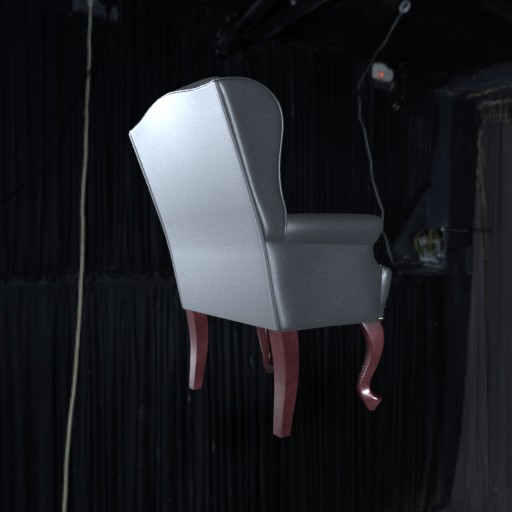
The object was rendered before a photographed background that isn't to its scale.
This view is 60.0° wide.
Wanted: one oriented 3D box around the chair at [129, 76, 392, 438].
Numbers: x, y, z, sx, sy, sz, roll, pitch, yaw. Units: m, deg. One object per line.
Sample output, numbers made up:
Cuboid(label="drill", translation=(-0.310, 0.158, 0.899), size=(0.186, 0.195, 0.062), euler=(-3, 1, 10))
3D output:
Cuboid(label="chair", translation=(0.000, 0.000, 1.677), size=(0.762, 1.111, 0.838), euler=(-1, 1, -36))
